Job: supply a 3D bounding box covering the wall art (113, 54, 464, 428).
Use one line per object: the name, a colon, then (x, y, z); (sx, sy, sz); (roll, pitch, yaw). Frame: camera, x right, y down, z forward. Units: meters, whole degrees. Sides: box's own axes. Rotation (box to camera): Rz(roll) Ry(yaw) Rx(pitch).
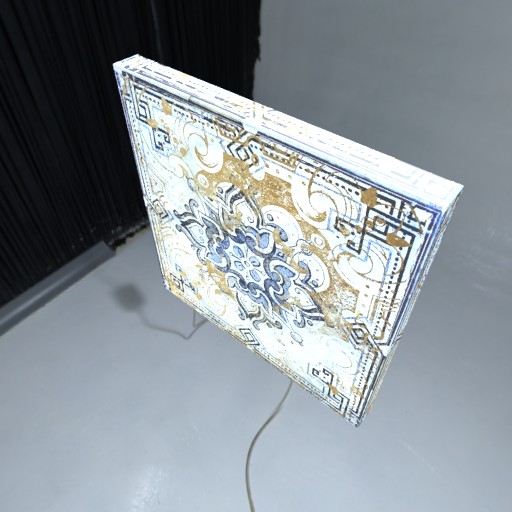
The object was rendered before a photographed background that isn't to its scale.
wall art: (0.000, 0.000, 0.589); (0.411, 0.410, 0.038); (31, 54, 26)
